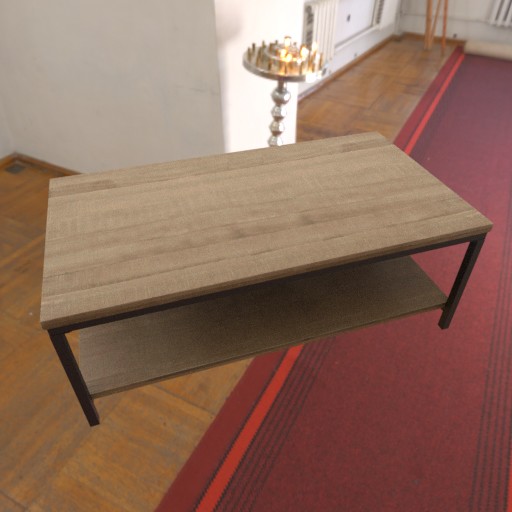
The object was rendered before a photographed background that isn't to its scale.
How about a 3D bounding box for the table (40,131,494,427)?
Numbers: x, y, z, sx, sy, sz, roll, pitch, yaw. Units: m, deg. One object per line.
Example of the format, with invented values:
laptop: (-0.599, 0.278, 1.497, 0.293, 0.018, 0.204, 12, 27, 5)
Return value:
table: (0.000, 0.000, 1.315, 1.062, 0.393, 0.574, -12, 41, -14)
